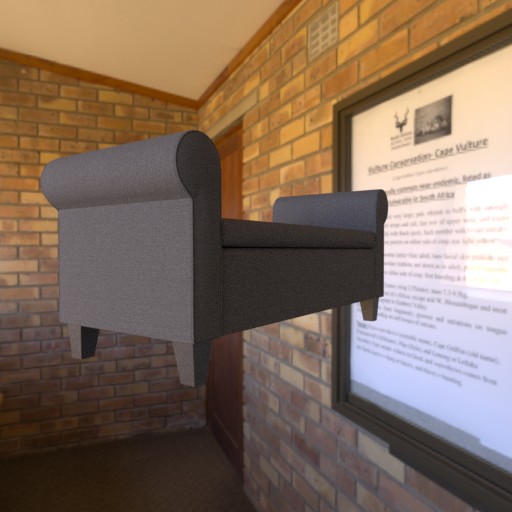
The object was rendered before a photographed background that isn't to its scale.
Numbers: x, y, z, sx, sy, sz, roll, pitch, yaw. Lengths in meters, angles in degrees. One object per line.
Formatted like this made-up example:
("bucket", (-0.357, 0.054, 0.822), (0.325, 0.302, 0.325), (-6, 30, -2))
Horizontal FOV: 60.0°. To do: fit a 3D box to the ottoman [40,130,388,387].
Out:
("ottoman", (0.000, 0.000, 1.534), (0.521, 0.547, 1.256), (1, 1, 35))
